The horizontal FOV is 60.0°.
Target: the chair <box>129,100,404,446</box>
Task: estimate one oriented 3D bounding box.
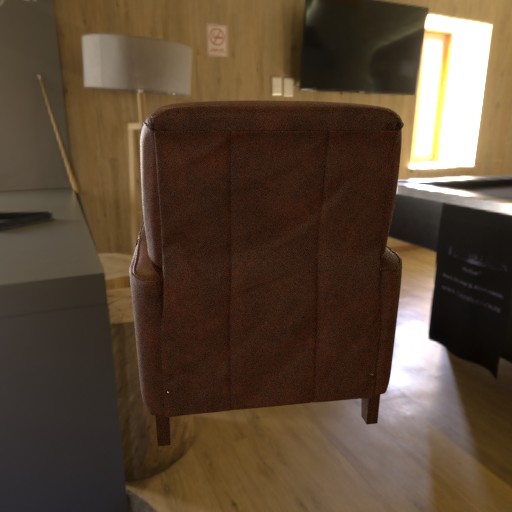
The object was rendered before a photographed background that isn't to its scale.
[{"bbox_3d":[0.000,0.000,1.636,0.843,1.043,0.836,-2,16,-9],"label":"chair"}]
